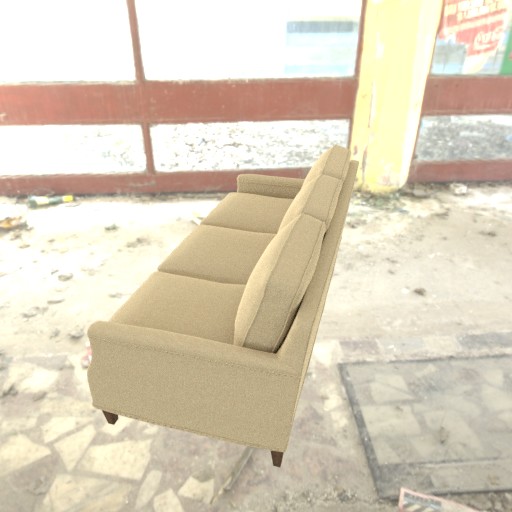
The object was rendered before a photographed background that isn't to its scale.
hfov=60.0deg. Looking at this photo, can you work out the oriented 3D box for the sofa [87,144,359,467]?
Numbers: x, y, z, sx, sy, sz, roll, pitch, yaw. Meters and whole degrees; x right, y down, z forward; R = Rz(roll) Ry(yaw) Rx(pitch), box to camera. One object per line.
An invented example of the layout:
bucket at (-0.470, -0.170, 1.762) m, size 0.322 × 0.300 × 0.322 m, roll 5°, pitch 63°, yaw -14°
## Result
sofa at (0.000, 0.000, 2.848) m, size 1.084 × 1.003 × 2.246 m, roll 8°, pitch 30°, yaw 14°
